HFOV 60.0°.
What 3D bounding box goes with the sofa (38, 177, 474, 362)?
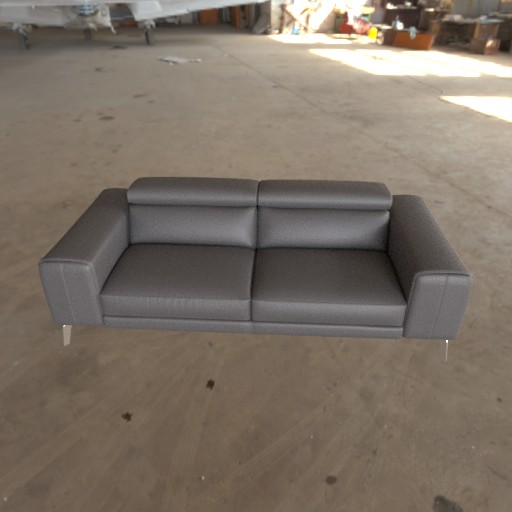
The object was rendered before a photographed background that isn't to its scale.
[{"bbox_3d":[0.000,0.000,2.840,2.321,0.759,1.023,2,32,3],"label":"sofa"}]
